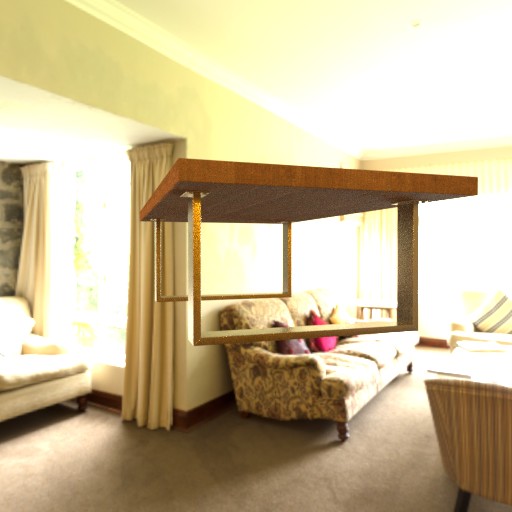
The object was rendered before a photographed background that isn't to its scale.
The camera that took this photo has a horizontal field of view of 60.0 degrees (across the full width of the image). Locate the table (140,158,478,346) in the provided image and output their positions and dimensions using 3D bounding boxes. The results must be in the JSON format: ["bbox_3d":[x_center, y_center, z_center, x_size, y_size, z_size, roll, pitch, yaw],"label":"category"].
[{"bbox_3d":[0.000,0.000,1.734,0.800,0.440,1.400,0,1,-18],"label":"table"}]
